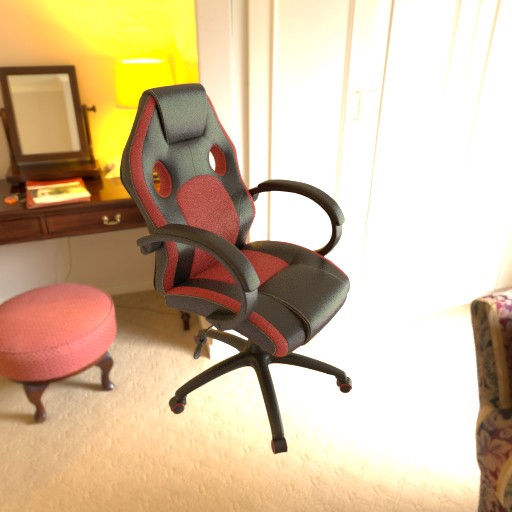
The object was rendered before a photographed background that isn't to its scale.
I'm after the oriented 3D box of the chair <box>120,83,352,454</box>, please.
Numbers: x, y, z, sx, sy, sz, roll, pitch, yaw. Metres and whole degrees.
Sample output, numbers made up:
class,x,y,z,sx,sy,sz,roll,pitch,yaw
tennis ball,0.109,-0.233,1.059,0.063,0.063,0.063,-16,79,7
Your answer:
class,x,y,z,sx,sy,sz,roll,pitch,yaw
chair,0.000,0.000,1.689,0.783,1.189,0.750,17,31,30
